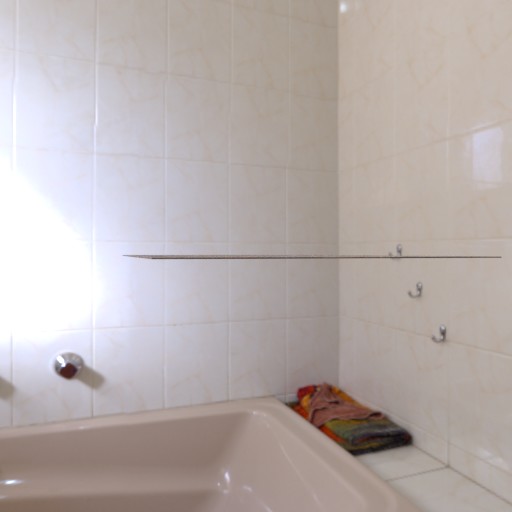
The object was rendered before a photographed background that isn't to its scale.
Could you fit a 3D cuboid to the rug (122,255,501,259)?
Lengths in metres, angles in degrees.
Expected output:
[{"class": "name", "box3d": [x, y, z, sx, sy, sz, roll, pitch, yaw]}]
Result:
[{"class": "rug", "box3d": [0.000, 0.000, 2.233, 1.217, 0.005, 1.818, 0, 0, -19]}]
